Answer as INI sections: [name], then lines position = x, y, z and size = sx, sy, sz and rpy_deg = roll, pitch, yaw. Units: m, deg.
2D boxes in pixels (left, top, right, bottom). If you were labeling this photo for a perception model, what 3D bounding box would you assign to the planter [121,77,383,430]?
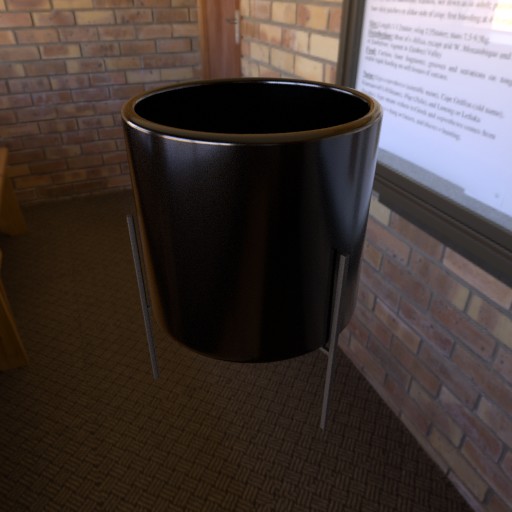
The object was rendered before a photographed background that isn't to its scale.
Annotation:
[planter]
position = 0.000, 0.000, 0.633
size = 0.310, 0.432, 0.310
rpy_deg = 20, 37, 29
